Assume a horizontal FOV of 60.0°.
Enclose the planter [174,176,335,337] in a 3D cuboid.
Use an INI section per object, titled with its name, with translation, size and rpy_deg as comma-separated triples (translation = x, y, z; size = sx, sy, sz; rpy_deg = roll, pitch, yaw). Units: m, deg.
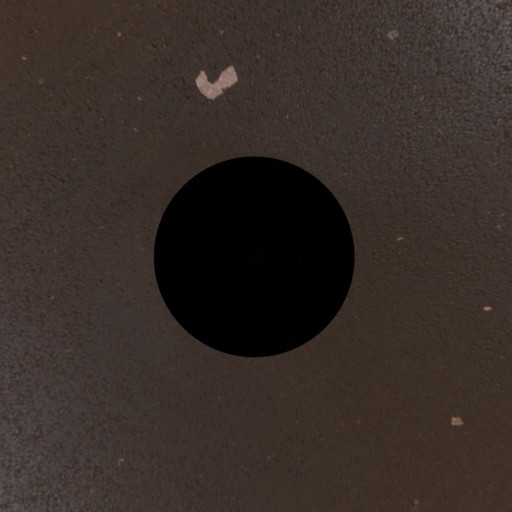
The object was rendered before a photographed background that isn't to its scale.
[planter]
translation = 0.000, 0.000, 0.128
size = 0.045, 0.103, 0.045
rpy_deg = 0, 90, 1
